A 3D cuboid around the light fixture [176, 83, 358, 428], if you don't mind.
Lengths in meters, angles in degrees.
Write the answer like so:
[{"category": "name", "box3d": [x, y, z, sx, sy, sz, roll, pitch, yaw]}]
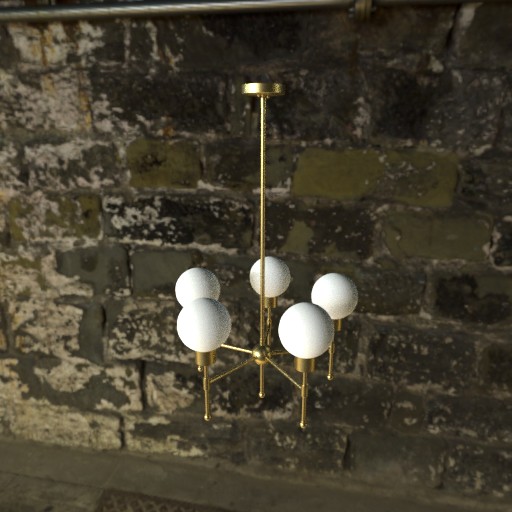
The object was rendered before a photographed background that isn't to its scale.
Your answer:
[{"category": "light fixture", "box3d": [0.000, 0.000, 1.847, 0.785, 1.331, 0.815, 7, 18, 24]}]
